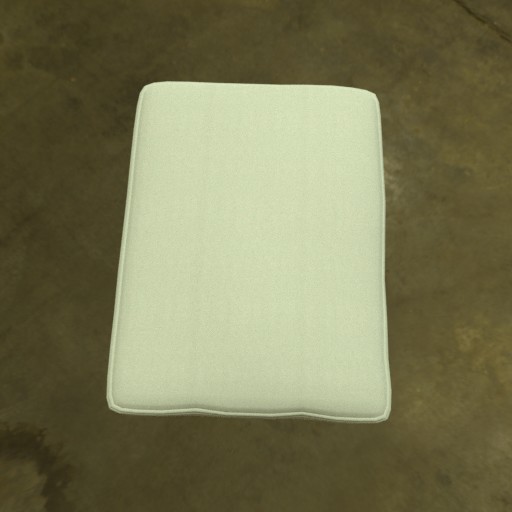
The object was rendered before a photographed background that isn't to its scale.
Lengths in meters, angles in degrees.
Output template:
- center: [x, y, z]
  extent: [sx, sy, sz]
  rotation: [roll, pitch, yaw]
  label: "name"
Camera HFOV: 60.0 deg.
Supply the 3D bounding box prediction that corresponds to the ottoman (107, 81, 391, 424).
- center: [0.000, 0.000, 1.223]
  extent: [0.634, 0.496, 0.818]
  rotation: [2, 76, 0]
  label: "ottoman"
